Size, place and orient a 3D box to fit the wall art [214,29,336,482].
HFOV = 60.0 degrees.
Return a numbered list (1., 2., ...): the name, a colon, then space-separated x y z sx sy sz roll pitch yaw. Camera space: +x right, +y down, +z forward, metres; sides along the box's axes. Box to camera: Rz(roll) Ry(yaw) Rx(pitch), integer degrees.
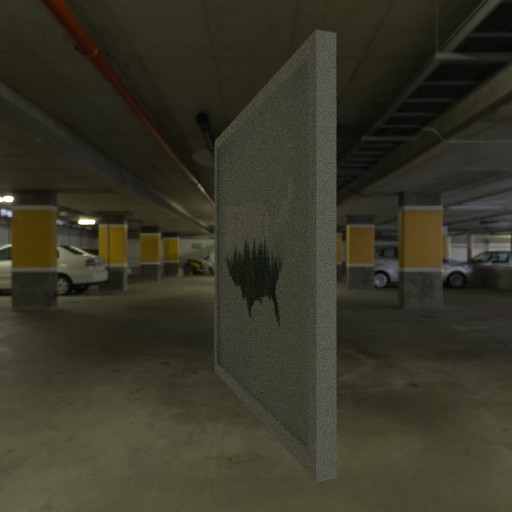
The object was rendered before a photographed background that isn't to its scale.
1. wall art: 0.000 0.000 1.114 0.038 0.762 0.762 0 0 -18
